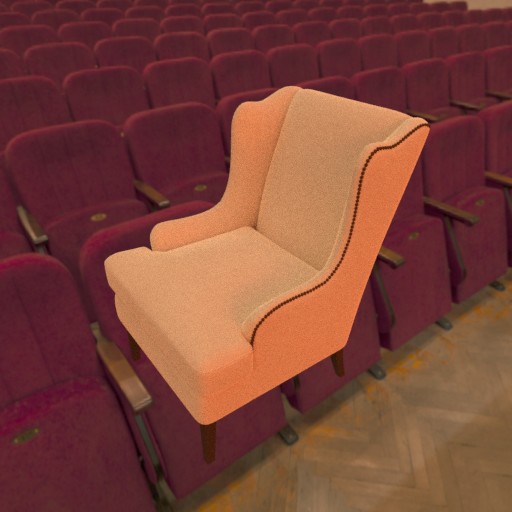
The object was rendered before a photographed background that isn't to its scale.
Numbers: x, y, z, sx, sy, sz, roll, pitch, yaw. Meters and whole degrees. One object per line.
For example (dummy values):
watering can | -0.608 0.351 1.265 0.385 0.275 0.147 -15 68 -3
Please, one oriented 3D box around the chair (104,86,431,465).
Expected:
chair | 0.000 0.000 1.661 0.940 1.029 0.737 -22 38 -31
